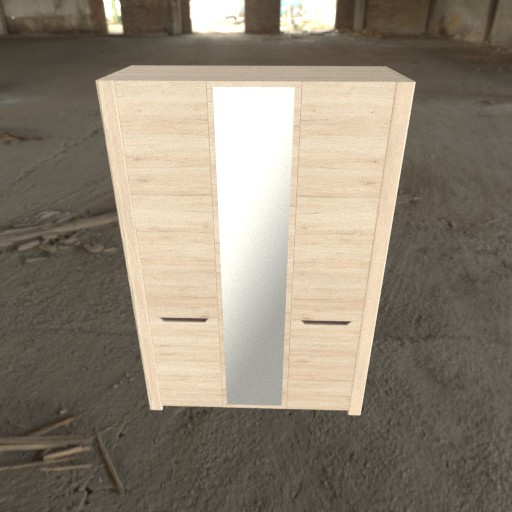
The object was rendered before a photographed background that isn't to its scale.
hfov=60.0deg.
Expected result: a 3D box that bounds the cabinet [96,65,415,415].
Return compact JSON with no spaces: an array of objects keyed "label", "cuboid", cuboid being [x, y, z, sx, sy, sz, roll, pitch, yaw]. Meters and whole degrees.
[{"label":"cabinet","cuboid":[0.000,0.000,2.689,1.400,2.070,0.580,1,29,2]}]
